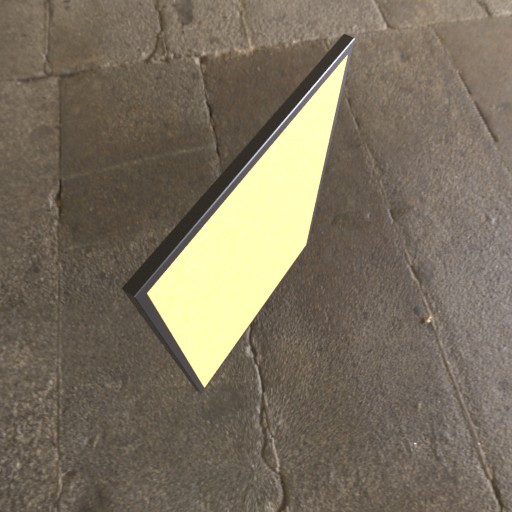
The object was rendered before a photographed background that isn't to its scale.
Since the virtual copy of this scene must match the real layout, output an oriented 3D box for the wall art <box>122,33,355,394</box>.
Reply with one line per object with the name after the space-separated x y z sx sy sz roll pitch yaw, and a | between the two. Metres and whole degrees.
0.000 0.000 1.354 0.030 1.027 0.774 31 68 14 | wall art
